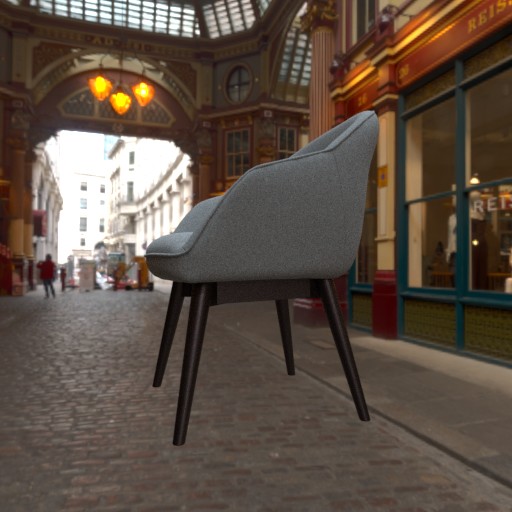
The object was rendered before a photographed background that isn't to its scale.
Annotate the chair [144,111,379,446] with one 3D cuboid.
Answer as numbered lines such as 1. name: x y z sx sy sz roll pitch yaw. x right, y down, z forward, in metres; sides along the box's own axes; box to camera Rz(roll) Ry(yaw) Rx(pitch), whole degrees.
1. chair: 0.000 0.000 1.251 0.611 0.810 0.589 0 -1 -18
